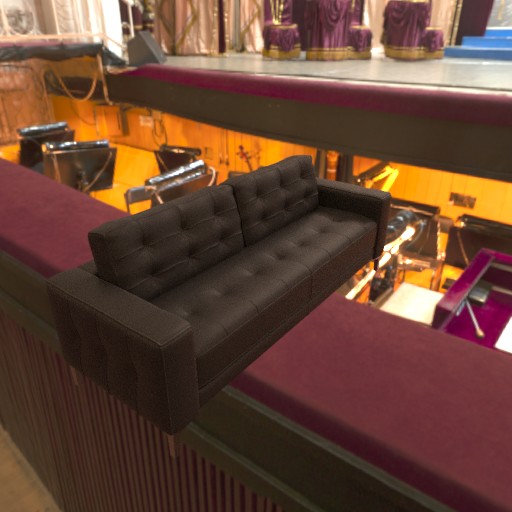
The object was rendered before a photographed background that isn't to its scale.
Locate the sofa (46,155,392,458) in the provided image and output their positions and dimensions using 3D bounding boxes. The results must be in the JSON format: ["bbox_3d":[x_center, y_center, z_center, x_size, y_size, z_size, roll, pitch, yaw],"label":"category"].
[{"bbox_3d":[0.000,0.000,2.746,0.833,0.893,2.275,19,32,33],"label":"sofa"}]
